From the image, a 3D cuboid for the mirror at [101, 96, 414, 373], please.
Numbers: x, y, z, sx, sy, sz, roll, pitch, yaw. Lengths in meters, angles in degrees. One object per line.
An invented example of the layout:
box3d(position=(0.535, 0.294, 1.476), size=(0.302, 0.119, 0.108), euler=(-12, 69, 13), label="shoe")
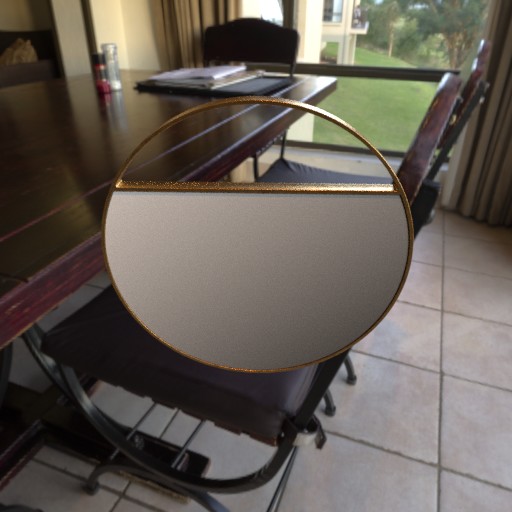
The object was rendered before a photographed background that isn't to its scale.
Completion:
box3d(position=(0.000, 0.000, 0.827), size=(0.565, 0.565, 0.032), euler=(1, 30, 2), label="mirror")
